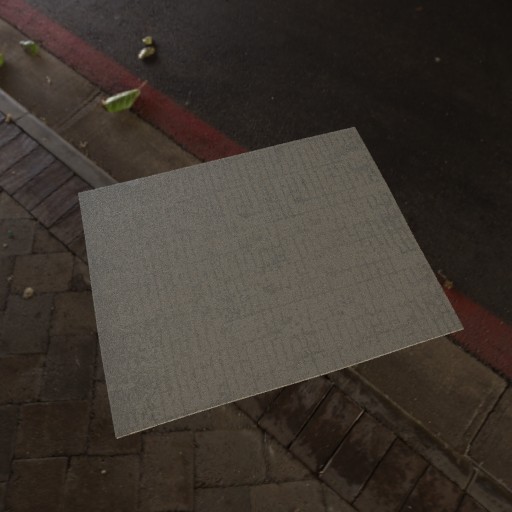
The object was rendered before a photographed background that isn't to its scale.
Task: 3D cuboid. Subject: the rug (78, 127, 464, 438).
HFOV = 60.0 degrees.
[{"bbox_3d":[0.000,0.000,4.194,3.061,0.014,2.447,-15,64,-8],"label":"rug"}]
